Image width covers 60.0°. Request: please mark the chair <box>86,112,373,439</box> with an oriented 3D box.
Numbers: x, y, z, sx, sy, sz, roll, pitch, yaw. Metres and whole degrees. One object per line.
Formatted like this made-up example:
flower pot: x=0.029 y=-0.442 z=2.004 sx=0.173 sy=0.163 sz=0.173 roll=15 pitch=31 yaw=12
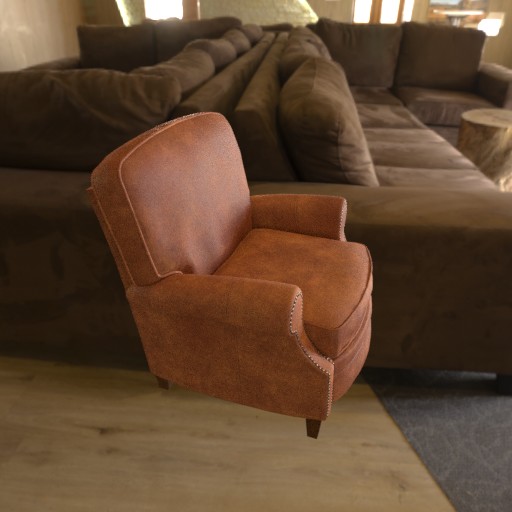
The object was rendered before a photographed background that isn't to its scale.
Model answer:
chair: x=0.000 y=0.000 z=1.795 sx=0.986 sy=1.018 sz=0.936 roll=11 pitch=31 yaw=18
